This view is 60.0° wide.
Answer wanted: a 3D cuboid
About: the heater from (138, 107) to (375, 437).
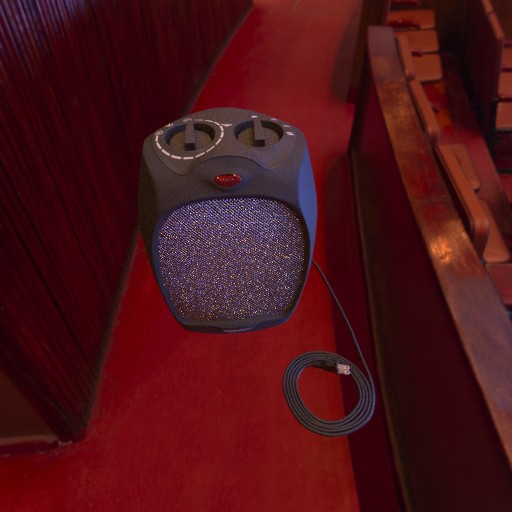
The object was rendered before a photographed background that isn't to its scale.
[{"bbox_3d":[0.000,0.000,0.454,0.239,0.240,0.291,-4,47,-4],"label":"heater"}]
